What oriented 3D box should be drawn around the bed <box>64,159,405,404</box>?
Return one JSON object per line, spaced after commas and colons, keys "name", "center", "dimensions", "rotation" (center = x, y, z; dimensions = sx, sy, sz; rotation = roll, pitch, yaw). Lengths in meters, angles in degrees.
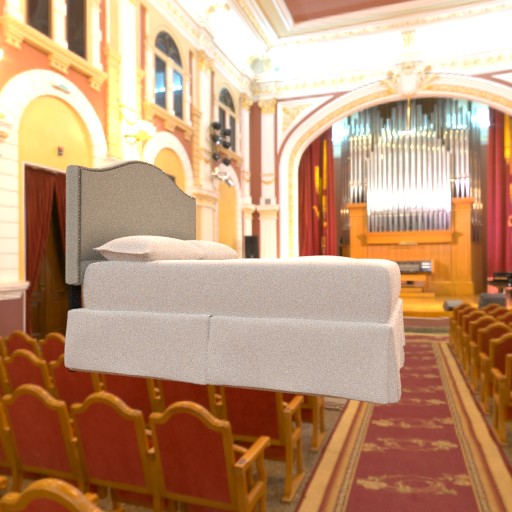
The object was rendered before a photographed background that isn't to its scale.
{"name": "bed", "center": [0.000, 0.000, 3.442], "dimensions": [2.180, 1.607, 1.813], "rotation": [0, 0, 20]}
